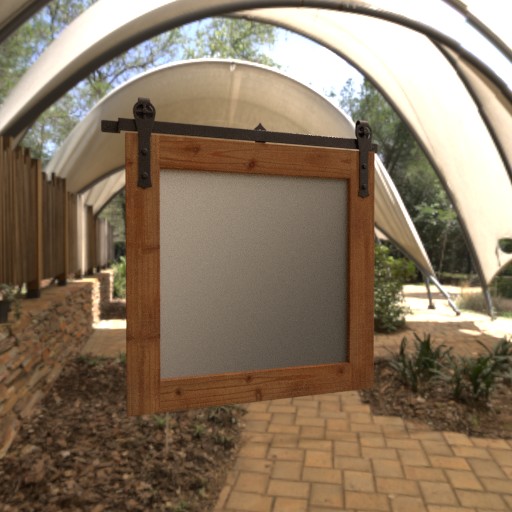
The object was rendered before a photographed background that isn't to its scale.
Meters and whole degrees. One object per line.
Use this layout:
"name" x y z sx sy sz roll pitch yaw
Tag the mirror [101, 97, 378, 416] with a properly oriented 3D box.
"mirror" 0.000 0.000 1.225 0.805 0.800 0.054 0 1 -19
